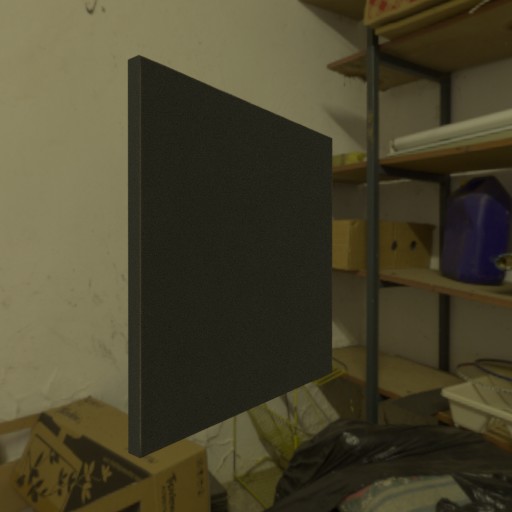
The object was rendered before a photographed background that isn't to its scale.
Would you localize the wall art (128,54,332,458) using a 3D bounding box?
[{"bbox_3d":[0.000,0.000,0.457,0.015,0.303,0.304,0,0,38],"label":"wall art"}]
